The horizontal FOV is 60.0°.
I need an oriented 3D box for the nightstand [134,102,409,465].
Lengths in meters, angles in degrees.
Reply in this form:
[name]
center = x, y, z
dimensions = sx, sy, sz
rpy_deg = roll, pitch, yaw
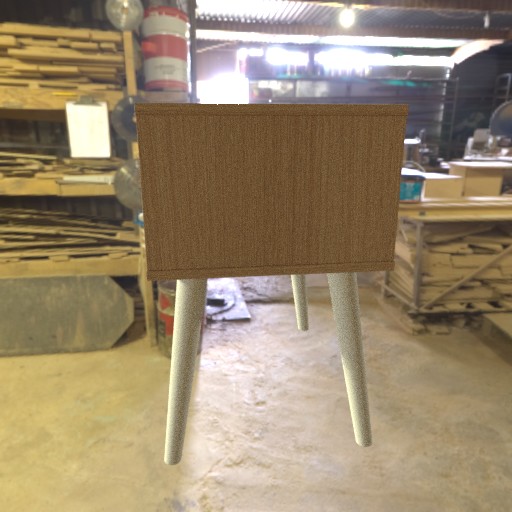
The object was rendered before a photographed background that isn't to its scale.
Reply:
[nightstand]
center = 0.000, 0.000, 0.979
dimensions = 0.407, 0.610, 0.571
rpy_deg = -2, 16, -7
